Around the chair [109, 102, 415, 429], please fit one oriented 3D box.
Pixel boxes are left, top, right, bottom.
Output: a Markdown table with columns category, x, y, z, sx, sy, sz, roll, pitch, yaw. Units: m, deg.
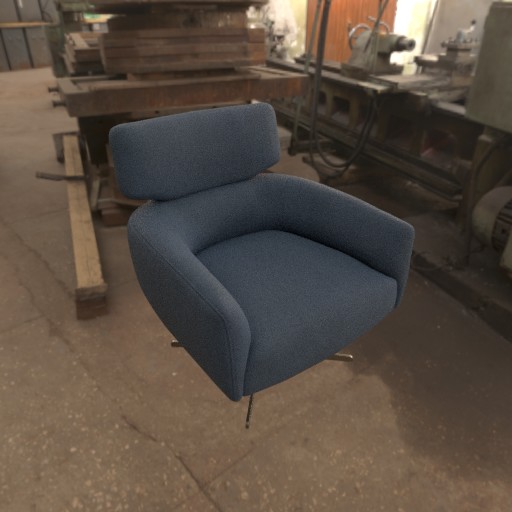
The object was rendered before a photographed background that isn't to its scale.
| category | x | y | z | sx | sy | sz | roll | pitch | yaw |
| --- | --- | --- | --- | --- | --- | --- | --- | --- | --- |
| chair | 0.000 | 0.000 | 1.449 | 0.738 | 0.813 | 0.761 | -21 | 36 | -32 |
